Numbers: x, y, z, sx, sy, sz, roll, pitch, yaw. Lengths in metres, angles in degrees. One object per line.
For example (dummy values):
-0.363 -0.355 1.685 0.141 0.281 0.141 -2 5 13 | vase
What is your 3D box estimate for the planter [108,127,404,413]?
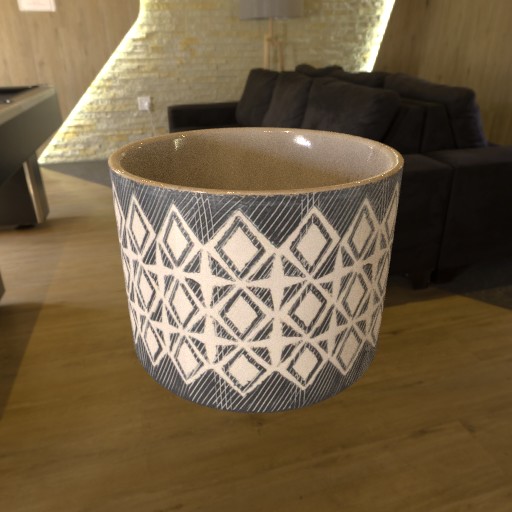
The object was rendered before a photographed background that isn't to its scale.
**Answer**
0.000 0.000 0.220 0.126 0.104 0.126 0 25 0 | planter
